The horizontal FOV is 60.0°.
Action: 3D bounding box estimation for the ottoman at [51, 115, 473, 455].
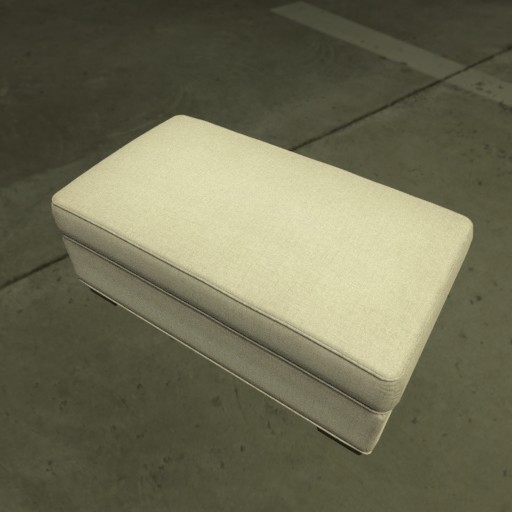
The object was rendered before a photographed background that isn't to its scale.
[{"bbox_3d":[0.000,0.000,1.393,1.097,0.461,0.617,26,52,22],"label":"ottoman"}]
